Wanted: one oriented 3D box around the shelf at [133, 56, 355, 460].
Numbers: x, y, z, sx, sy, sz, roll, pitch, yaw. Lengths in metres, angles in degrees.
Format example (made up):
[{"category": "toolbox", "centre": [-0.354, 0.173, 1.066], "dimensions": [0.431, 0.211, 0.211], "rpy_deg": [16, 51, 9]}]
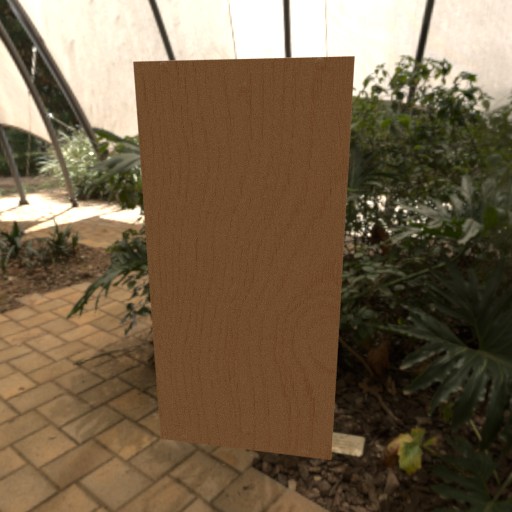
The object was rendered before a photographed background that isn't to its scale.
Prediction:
[{"category": "shelf", "centre": [0.000, 0.000, 0.770], "dimensions": [0.290, 0.600, 0.250], "rpy_deg": [3, 17, 10]}]
